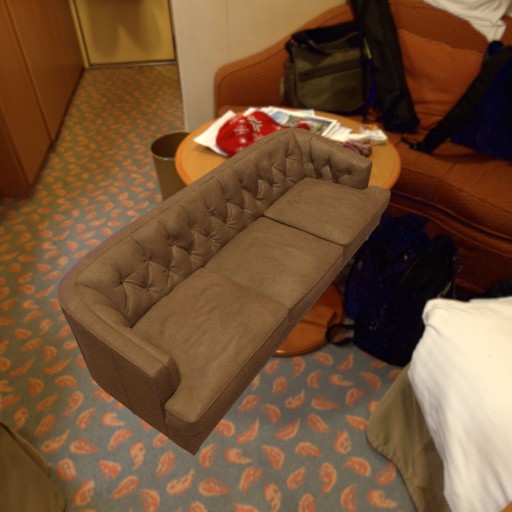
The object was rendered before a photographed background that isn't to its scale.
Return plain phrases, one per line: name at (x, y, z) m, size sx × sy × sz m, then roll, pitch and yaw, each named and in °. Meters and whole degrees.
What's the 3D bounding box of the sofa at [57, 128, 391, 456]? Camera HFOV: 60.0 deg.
sofa at (0.000, 0.000, 2.735) m, size 0.927 × 0.787 × 2.227 m, roll 24°, pitch 46°, yaw 26°
